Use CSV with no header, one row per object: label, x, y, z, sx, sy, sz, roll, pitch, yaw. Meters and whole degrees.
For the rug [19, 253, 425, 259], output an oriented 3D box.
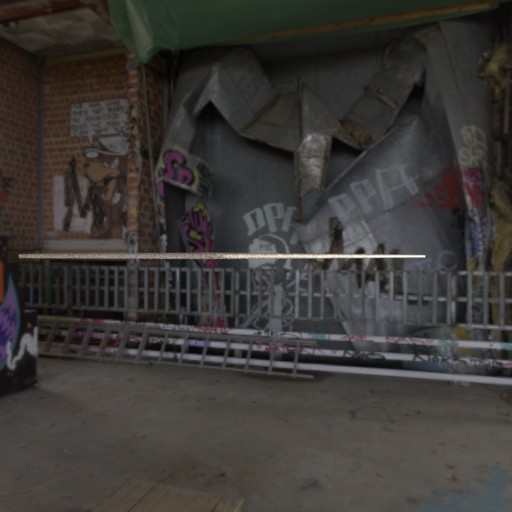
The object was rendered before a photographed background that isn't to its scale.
rug,0.000,0.000,3.017,1.539,0.024,2.469,0,0,37
